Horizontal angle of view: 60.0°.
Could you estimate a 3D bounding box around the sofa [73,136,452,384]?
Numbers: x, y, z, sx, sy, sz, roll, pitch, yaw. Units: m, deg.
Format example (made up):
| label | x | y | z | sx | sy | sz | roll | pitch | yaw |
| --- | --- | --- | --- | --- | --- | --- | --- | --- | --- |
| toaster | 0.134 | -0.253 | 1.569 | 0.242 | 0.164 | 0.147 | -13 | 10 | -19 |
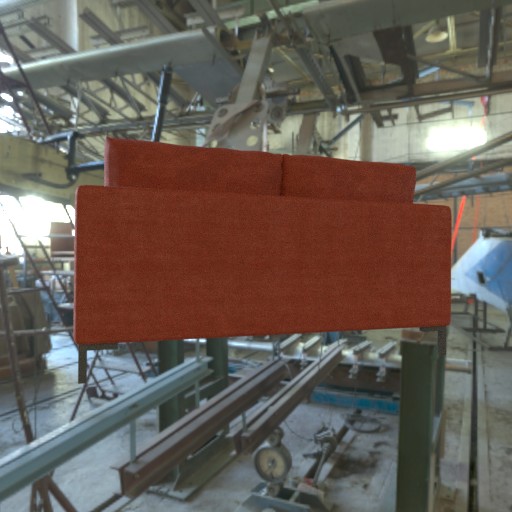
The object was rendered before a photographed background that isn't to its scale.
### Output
| label | x | y | z | sx | sy | sz | roll | pitch | yaw |
| --- | --- | --- | --- | --- | --- | --- | --- | --- | --- |
| sofa | 0.000 | 0.000 | 2.118 | 1.574 | 0.896 | 0.864 | 0 | 1 | -19 |
